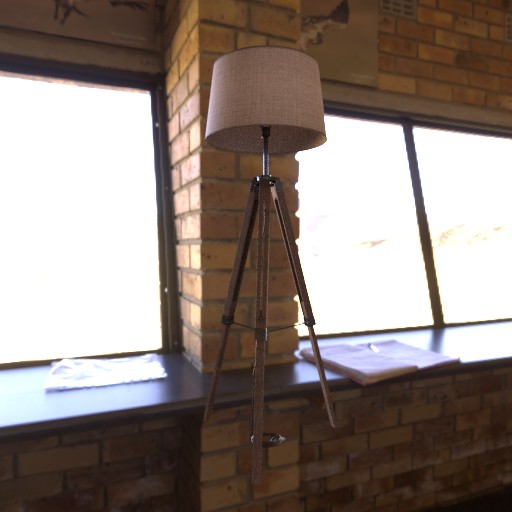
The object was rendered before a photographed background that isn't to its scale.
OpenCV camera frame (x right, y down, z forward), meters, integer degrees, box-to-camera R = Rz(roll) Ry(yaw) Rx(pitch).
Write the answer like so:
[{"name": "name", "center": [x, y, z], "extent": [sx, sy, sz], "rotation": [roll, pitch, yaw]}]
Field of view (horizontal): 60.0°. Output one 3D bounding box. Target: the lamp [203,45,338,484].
[{"name": "lamp", "center": [0.000, 0.000, 1.831], "extent": [0.587, 1.510, 0.604], "rotation": [1, 2, 36]}]
